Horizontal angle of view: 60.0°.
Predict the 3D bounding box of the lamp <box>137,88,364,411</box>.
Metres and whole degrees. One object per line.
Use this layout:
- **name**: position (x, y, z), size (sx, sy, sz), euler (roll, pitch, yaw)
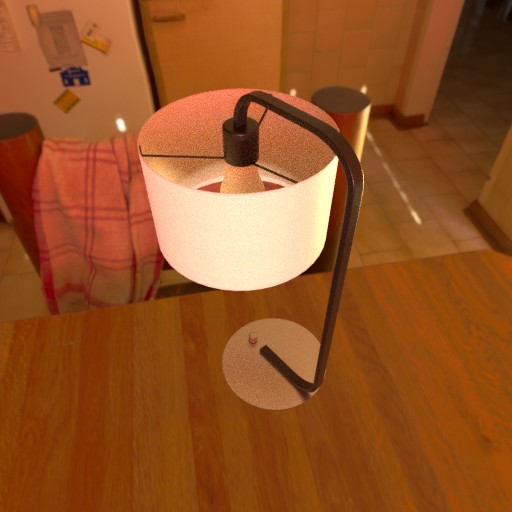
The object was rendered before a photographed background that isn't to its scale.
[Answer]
- **lamp**: position (0.000, 0.000, 0.618), size (0.230, 0.473, 0.288), euler (-32, 53, -28)
